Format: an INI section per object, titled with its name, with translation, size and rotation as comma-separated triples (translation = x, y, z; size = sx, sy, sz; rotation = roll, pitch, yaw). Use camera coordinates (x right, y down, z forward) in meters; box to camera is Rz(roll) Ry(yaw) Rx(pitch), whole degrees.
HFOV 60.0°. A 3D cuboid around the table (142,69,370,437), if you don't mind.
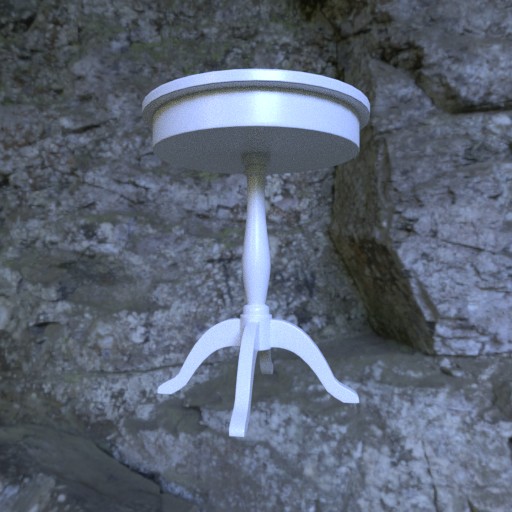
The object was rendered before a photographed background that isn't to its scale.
[table]
translation = 0.000, 0.000, 1.028
size = 0.513, 0.653, 0.513
rotation = 0, 0, 0
